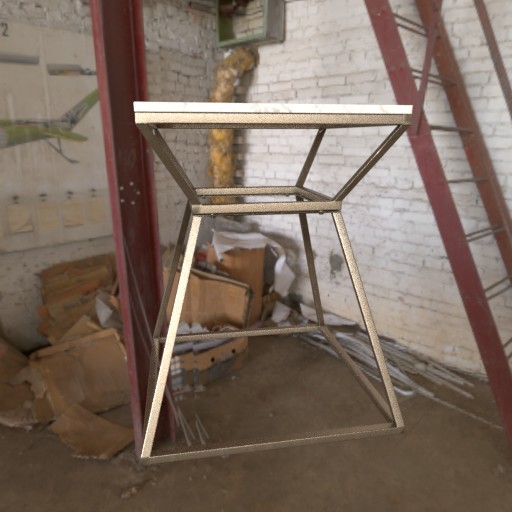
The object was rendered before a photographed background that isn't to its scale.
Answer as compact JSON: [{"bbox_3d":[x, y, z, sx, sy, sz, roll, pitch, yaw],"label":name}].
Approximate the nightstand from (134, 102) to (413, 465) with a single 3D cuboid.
[{"bbox_3d":[0.000,0.000,0.891,0.455,0.554,0.455,-3,15,-10],"label":"nightstand"}]
